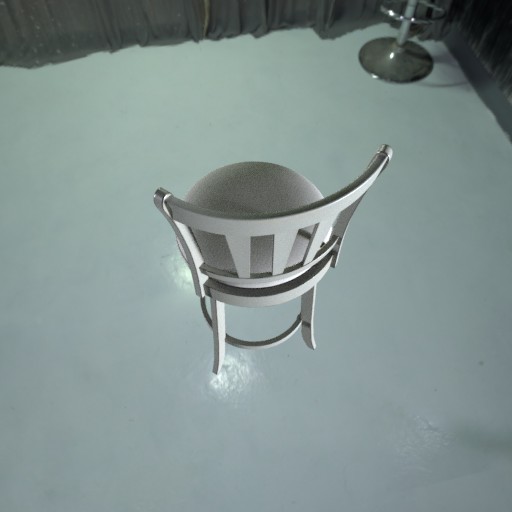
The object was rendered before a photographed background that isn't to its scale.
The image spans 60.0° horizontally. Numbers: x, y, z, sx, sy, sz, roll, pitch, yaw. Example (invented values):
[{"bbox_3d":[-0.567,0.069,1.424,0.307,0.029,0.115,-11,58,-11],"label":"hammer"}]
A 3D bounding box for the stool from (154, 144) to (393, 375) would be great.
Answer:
[{"bbox_3d":[0.000,0.000,1.286,0.436,1.042,0.475,-12,59,-8],"label":"stool"}]
